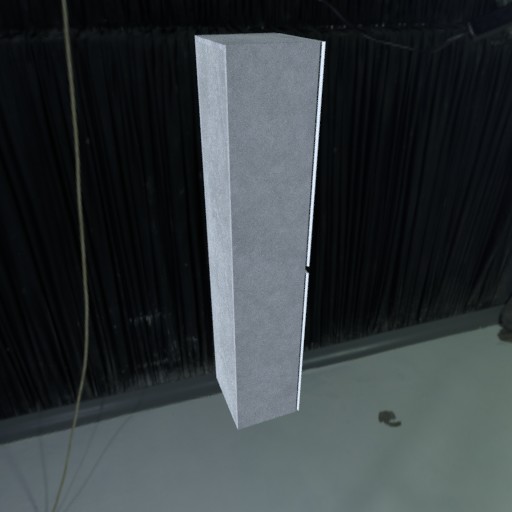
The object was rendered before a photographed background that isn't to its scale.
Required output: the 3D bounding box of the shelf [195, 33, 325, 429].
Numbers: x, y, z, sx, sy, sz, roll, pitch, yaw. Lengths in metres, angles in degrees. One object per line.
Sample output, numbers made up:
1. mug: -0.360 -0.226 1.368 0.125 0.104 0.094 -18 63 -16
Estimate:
1. shelf: 0.000 0.000 1.582 0.270 1.400 0.300 -11 33 -18
